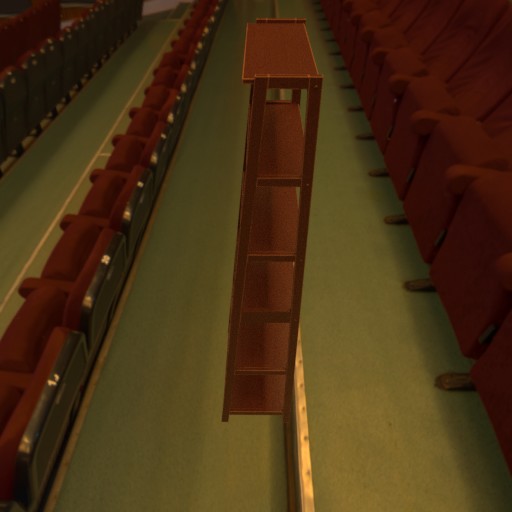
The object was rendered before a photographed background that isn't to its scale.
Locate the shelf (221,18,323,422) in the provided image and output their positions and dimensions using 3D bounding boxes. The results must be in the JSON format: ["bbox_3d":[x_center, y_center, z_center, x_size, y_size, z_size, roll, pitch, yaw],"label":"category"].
[{"bbox_3d":[0.000,0.000,2.105,0.381,1.892,0.660,0,41,0],"label":"shelf"}]
